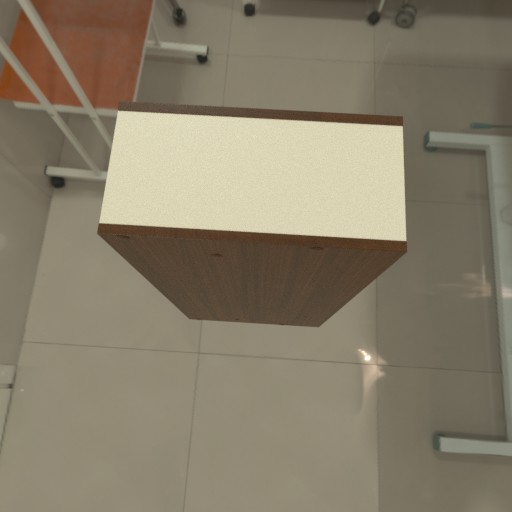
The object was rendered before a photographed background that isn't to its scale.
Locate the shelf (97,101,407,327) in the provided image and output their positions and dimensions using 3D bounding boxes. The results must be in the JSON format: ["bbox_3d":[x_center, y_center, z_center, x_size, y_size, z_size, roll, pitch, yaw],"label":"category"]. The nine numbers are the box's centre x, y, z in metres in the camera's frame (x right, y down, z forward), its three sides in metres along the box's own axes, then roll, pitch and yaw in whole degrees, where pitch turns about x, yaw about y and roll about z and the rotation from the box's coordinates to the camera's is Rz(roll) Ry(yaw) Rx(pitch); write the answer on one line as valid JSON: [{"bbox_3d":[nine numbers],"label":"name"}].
[{"bbox_3d":[0.000,0.000,0.721,0.290,0.600,0.147,3,74,1],"label":"shelf"}]
